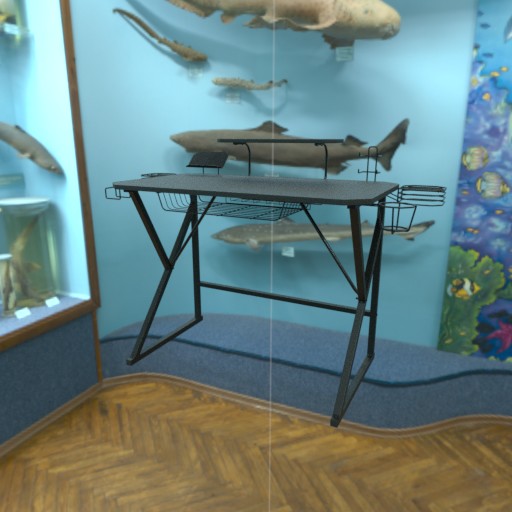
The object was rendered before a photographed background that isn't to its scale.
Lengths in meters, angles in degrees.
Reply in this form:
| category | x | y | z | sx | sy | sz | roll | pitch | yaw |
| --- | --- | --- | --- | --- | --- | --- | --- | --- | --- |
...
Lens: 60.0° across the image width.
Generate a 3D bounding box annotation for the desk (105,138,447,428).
| category | x | y | z | sx | sy | sz | roll | pitch | yaw |
| --- | --- | --- | --- | --- | --- | --- | --- | --- | --- |
| desk | 0.000 | 0.000 | 1.728 | 1.290 | 0.880 | 0.580 | 8 | 17 | 26 |
